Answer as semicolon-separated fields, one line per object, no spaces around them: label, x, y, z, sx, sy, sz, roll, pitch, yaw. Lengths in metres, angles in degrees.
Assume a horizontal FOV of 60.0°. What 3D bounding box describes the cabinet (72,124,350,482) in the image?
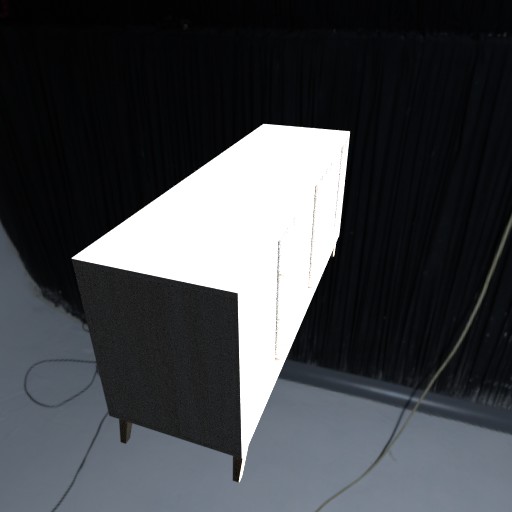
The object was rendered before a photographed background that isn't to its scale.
cabinet;0.000;0.000;2.029;0.500;0.780;1.649;10;31;17
